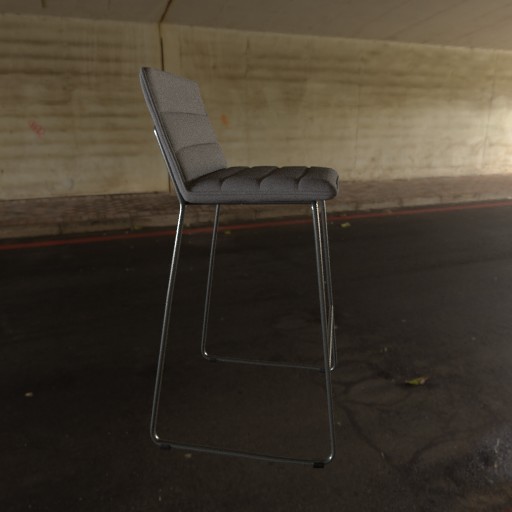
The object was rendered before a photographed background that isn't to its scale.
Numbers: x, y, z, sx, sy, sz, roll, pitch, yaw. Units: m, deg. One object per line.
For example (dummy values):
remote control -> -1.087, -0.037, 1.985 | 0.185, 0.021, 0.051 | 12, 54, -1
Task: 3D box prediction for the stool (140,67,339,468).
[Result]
stool -> 0.000, 0.000, 1.245 | 0.490, 0.960, 0.490 | 3, 17, 10
